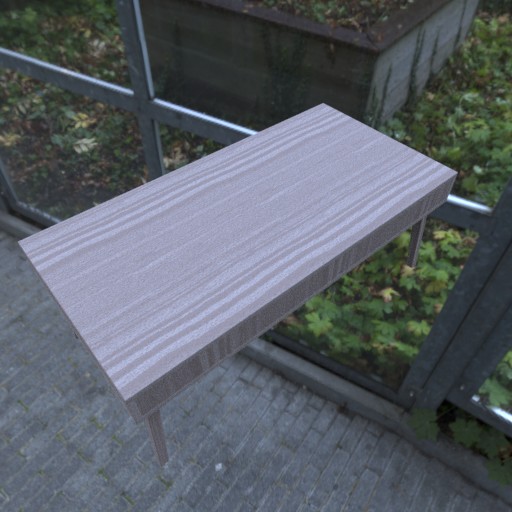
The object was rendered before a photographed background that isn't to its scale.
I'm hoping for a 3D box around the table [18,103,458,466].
[{"bbox_3d":[0.000,0.000,1.483,1.200,0.450,0.600,-32,54,-26],"label":"table"}]
